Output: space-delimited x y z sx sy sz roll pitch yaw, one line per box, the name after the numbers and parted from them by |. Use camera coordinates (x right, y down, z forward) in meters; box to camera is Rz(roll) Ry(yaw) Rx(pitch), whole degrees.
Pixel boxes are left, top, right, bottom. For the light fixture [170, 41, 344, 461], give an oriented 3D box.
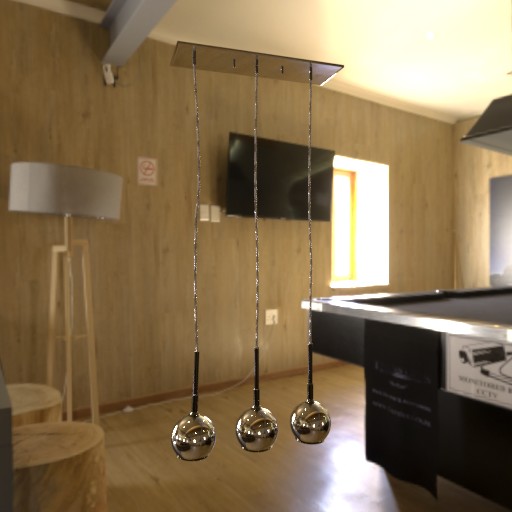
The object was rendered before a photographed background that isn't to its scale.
0.000 0.000 1.636 0.623 1.408 0.188 0 1 -18 | light fixture
